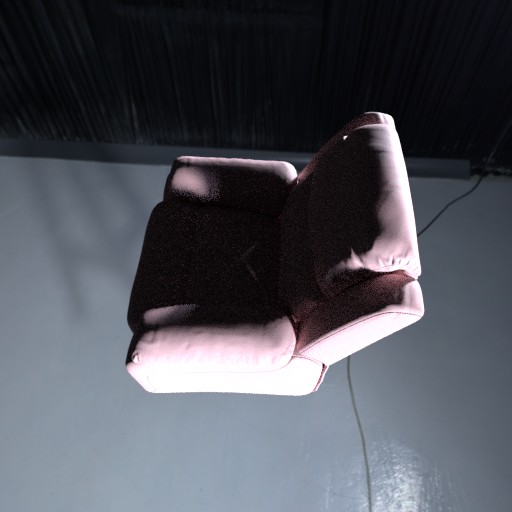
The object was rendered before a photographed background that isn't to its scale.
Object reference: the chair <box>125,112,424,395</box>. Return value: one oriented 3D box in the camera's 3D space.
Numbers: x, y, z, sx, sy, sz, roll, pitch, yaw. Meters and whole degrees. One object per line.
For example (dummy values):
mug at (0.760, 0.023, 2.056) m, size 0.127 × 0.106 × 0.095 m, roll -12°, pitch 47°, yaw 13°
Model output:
chair at (0.000, 0.000, 1.257) m, size 0.709 × 0.702 × 0.680 m, roll 3°, pitch 57°, yaw 2°
